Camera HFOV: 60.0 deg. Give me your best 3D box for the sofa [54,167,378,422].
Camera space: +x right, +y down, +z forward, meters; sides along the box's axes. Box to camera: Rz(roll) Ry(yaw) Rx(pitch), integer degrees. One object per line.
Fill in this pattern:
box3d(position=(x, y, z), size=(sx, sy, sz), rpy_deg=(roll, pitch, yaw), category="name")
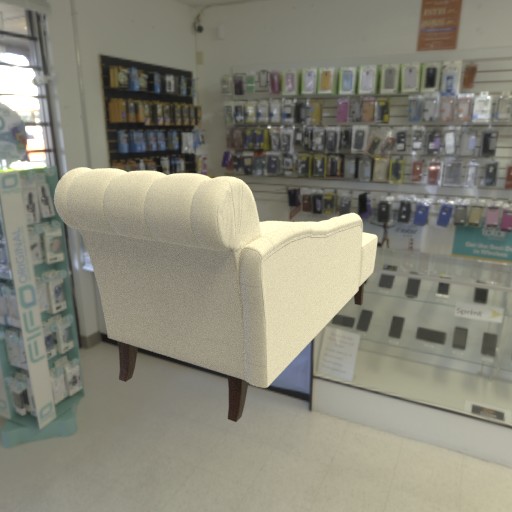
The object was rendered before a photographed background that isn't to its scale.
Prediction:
box3d(position=(0.000, 0.000, 1.828), size=(0.675, 0.787, 1.379), rpy_deg=(9, 18, 28), category="sofa")
